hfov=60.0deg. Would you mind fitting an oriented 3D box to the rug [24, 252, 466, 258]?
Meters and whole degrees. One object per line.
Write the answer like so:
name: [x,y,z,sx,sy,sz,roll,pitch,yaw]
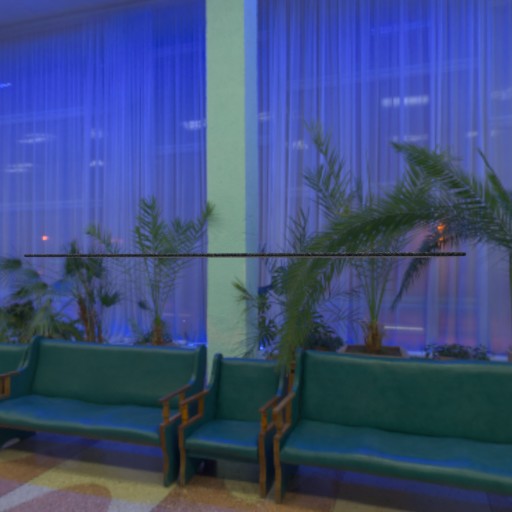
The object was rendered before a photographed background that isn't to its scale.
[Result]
rug: [0.000,0.000,2.865,2.330,0.017,1.478,0,0,20]
